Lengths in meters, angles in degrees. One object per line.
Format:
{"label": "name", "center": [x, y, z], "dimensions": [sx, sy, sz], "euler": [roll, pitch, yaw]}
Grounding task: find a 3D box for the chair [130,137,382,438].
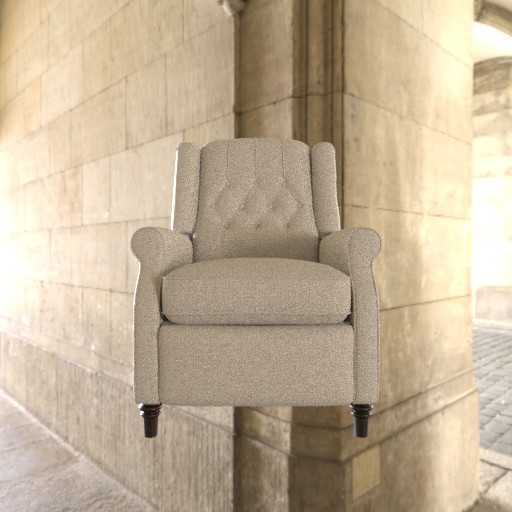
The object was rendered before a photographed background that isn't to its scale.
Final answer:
{"label": "chair", "center": [0.000, 0.000, 1.625], "dimensions": [0.742, 1.035, 0.902], "euler": [0, 1, 0]}
